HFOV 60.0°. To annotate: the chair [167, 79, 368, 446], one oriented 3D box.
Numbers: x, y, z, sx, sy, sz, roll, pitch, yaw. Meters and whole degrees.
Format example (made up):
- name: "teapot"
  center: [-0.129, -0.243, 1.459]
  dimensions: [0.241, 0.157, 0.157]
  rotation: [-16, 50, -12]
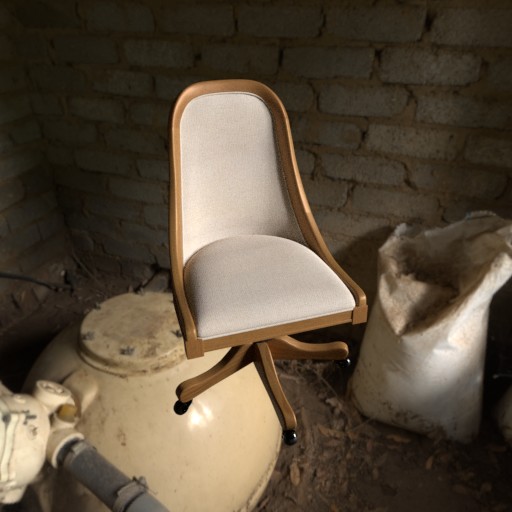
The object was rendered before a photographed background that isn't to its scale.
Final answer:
- name: "chair"
  center: [0.000, 0.000, 1.520]
  dimensions: [0.702, 1.009, 0.811]
  rotation: [-9, 33, -14]
